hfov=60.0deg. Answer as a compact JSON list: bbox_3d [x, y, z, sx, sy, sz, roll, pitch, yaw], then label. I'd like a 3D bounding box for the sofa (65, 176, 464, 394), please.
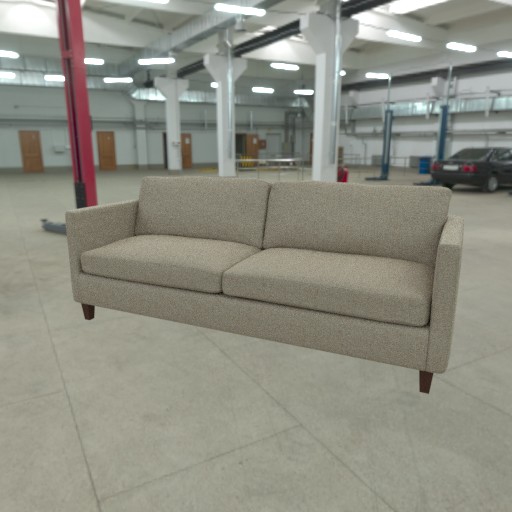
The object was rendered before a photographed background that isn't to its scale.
[{"bbox_3d":[0.000,0.000,2.907,2.434,0.965,0.951,7,16,24],"label":"sofa"}]
